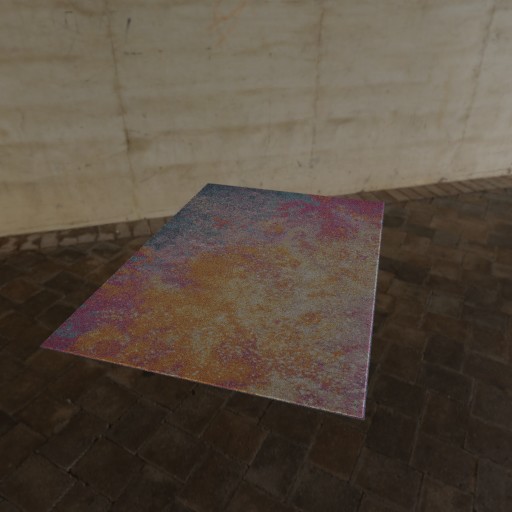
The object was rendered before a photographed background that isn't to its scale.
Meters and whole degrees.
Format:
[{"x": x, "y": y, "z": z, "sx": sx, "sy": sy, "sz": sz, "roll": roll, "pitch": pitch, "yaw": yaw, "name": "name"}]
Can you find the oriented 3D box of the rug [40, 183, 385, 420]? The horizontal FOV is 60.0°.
[{"x": 0.000, "y": 0.000, "z": 3.740, "sx": 2.007, "sy": 0.013, "sz": 2.896, "roll": 8, "pitch": 32, "yaw": 14, "name": "rug"}]
